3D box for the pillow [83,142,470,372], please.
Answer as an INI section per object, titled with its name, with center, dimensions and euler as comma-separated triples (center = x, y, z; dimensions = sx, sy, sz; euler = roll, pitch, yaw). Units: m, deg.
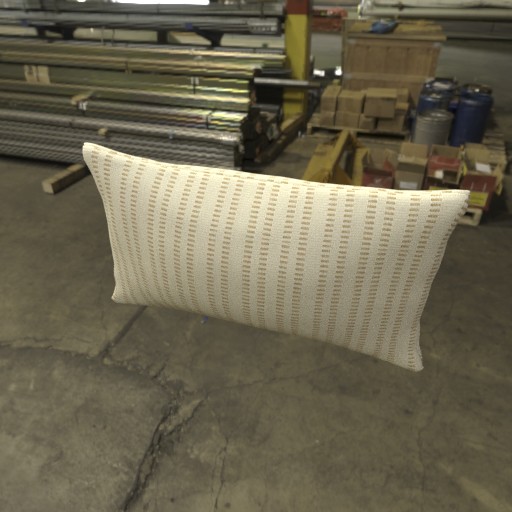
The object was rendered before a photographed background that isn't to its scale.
[pillow]
center = 0.000, 0.000, 0.794
dimensions = 0.640, 0.353, 0.210
euler = 10, 35, 15
